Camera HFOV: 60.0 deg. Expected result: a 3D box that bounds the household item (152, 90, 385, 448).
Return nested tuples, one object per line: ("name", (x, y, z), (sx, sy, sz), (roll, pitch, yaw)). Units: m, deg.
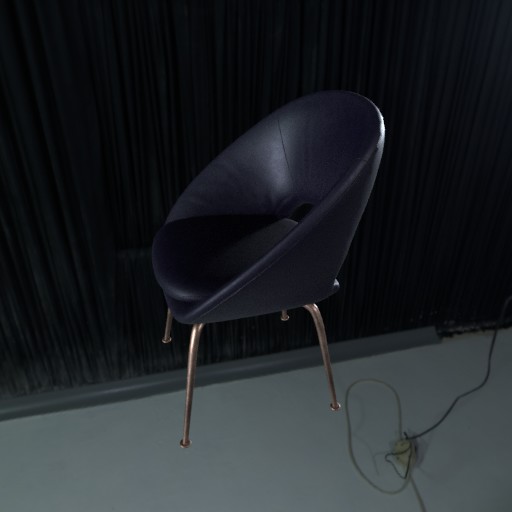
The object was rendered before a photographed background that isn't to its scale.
("household item", (0.000, 0.000, 1.259), (0.573, 0.852, 0.623), (-8, 31, -14))
